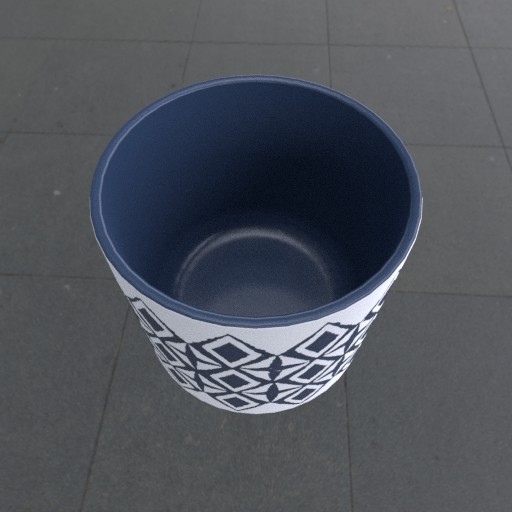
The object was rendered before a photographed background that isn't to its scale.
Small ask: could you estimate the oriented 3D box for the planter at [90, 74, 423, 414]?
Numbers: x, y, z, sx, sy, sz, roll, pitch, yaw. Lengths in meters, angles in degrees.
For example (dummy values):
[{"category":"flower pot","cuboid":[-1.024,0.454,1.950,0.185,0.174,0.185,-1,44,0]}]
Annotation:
[{"category":"planter","cuboid":[0.000,0.000,0.386,0.224,0.203,0.224,0,57,0]}]
